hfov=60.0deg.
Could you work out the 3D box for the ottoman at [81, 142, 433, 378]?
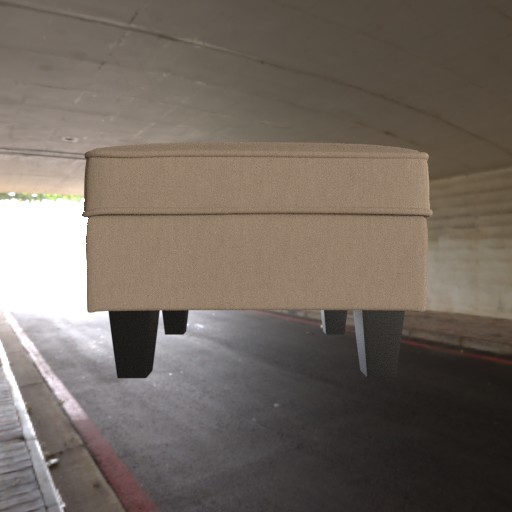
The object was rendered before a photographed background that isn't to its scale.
[{"bbox_3d":[0.000,0.000,1.039,0.613,0.438,0.616,0,0,-1],"label":"ottoman"}]
